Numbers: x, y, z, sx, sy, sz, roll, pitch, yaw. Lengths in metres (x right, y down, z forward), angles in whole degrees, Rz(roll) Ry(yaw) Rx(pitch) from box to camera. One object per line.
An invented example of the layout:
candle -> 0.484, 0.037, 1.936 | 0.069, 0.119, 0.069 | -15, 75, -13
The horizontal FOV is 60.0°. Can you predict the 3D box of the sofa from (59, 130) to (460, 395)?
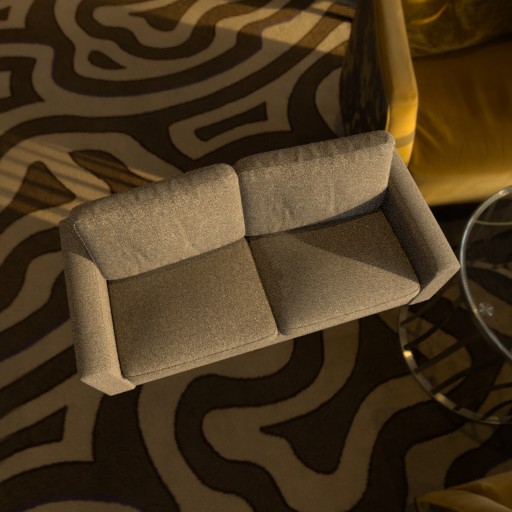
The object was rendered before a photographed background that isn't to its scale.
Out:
sofa -> 0.000, 0.000, 2.691 | 2.179, 0.873, 1.016 | -15, 65, -7
